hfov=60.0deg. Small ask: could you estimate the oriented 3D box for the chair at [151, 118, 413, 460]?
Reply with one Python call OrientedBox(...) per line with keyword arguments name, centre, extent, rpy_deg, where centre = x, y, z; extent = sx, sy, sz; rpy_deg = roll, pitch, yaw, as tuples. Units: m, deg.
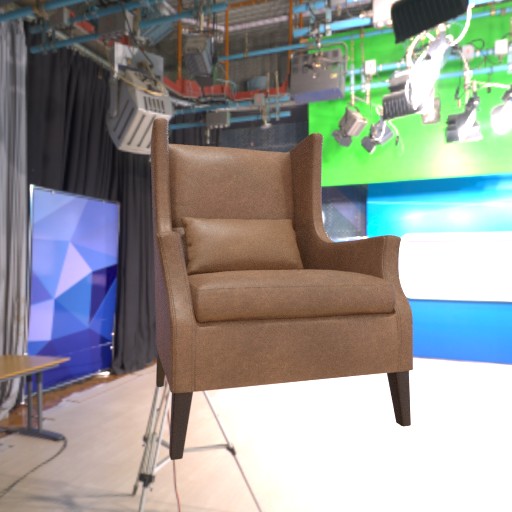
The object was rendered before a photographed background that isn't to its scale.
OrientedBox(name="chair", centre=(0.000, 0.000, 1.701), extent=(0.815, 1.088, 0.913), rpy_deg=(0, 0, -18))
